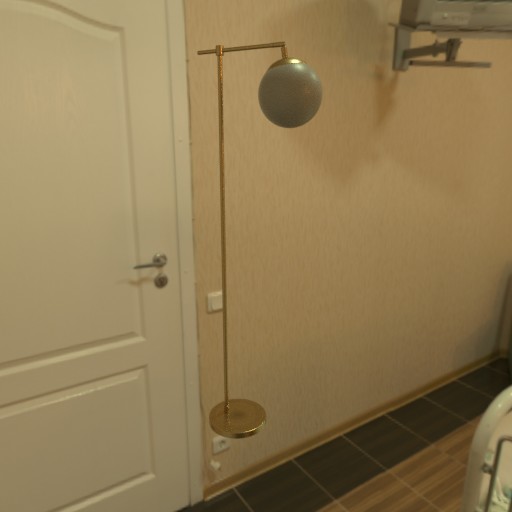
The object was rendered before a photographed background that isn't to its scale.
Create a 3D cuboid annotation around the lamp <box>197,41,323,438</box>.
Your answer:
[{"bbox_3d":[0.000,0.000,1.699,0.476,1.505,0.249,8,17,27],"label":"lamp"}]
